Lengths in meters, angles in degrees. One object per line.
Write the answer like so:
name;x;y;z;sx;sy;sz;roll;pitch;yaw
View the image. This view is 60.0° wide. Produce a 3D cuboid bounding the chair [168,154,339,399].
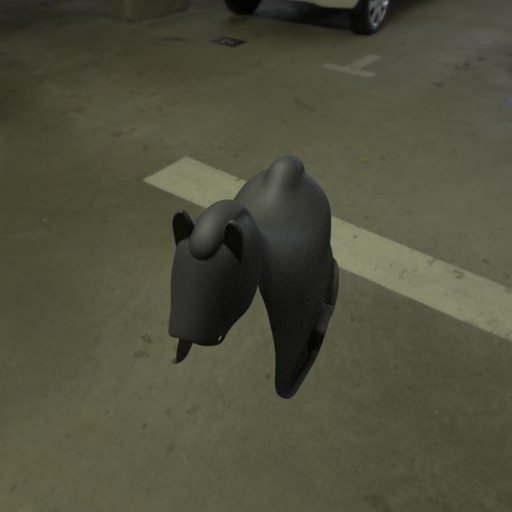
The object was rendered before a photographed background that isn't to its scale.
chair;0.000;0.000;1.190;0.429;0.612;0.800;13;42;15
